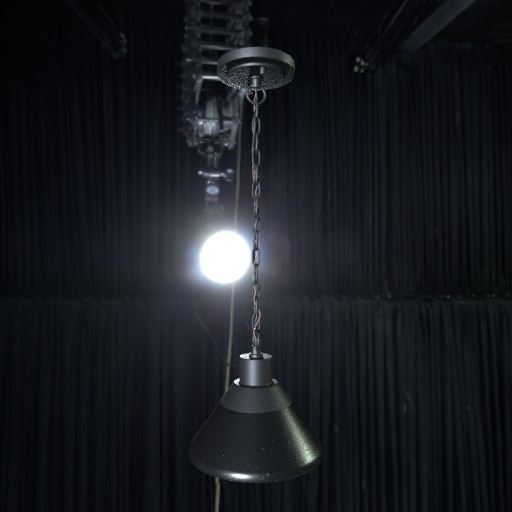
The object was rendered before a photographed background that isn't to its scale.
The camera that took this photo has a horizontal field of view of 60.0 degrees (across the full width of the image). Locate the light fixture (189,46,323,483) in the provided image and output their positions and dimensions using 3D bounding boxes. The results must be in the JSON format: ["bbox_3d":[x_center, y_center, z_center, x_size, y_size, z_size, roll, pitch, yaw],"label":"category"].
[{"bbox_3d":[0.000,0.000,0.677,0.201,0.588,0.201,0,-2,-16],"label":"light fixture"}]
